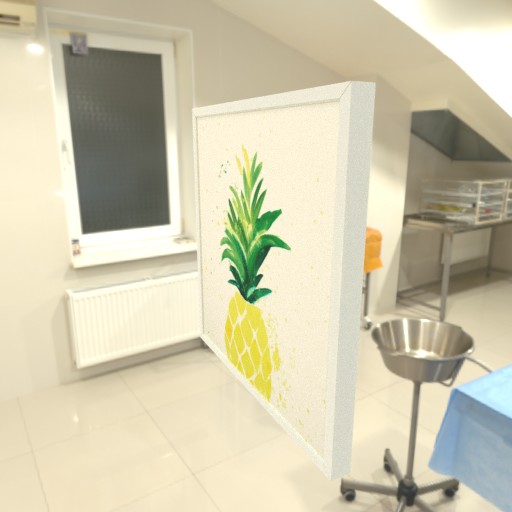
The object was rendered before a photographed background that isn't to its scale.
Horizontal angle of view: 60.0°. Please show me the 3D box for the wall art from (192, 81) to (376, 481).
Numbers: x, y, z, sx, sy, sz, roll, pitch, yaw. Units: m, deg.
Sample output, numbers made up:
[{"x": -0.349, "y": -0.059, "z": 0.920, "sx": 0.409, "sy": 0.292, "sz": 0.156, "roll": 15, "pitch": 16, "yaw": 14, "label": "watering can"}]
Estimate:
[{"x": 0.000, "y": 0.000, "z": 0.459, "sx": 0.020, "sy": 0.307, "sz": 0.307, "roll": -7, "pitch": 17, "yaw": -26, "label": "wall art"}]
